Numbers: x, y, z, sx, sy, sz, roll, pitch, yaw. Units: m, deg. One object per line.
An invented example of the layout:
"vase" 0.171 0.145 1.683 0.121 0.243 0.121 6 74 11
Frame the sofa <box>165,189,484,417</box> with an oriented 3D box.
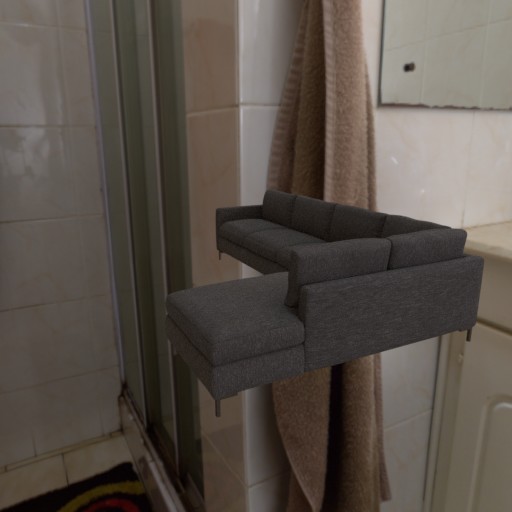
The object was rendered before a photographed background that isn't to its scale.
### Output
"sofa" 0.000 0.000 3.835 2.007 0.815 2.949 -7 17 -26
